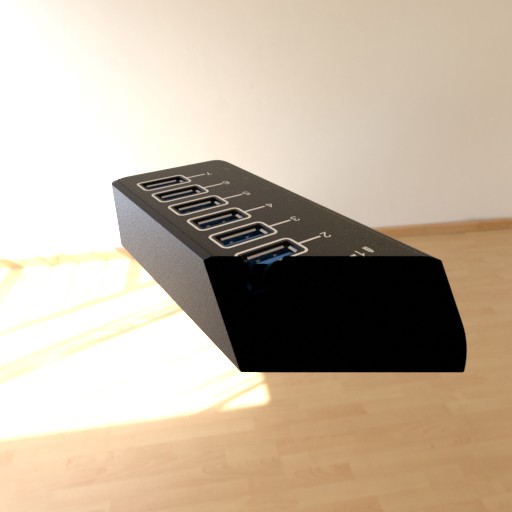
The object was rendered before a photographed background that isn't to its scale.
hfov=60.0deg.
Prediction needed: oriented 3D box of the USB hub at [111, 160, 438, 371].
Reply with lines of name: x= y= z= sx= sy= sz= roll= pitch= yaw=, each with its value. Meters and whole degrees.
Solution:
USB hub: x=0.000 y=0.000 z=0.124 sx=0.044 sy=0.023 sz=0.110 roll=-18 pitch=34 yaw=-30
